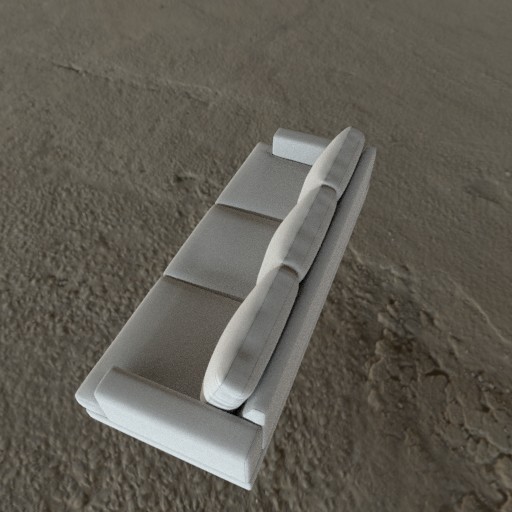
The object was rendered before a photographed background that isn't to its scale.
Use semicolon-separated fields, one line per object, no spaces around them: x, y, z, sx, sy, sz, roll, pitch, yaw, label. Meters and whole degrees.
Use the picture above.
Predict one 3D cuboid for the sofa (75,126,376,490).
0.000;0.000;2.672;0.920;0.810;2.310;17;50;15;sofa
